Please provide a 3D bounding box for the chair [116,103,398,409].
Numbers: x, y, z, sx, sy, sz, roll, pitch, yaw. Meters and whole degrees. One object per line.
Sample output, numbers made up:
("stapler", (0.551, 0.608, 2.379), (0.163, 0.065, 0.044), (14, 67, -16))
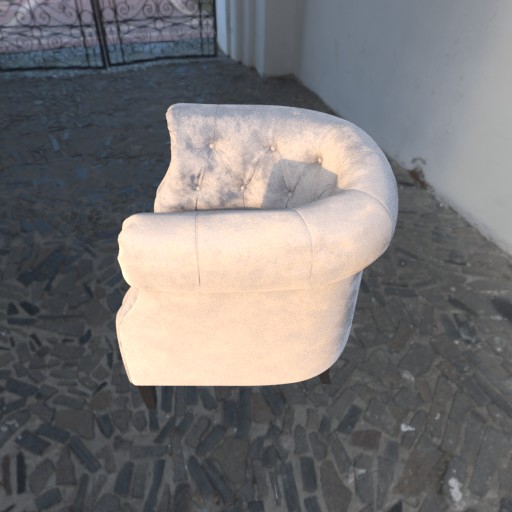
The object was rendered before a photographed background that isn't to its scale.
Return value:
("chair", (0.000, 0.000, 1.591), (0.851, 0.826, 0.904), (0, 40, 0))
